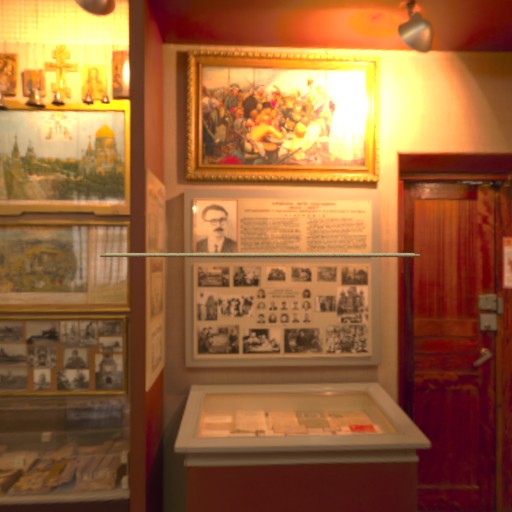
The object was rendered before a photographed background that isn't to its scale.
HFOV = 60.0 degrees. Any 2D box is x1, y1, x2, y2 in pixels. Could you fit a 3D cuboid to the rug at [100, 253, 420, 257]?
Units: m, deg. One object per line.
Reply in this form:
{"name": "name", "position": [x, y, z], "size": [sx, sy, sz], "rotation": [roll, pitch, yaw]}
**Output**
{"name": "rug", "position": [0.000, 0.000, 1.440], "size": [0.604, 0.007, 1.219], "rotation": [0, 0, -1]}
